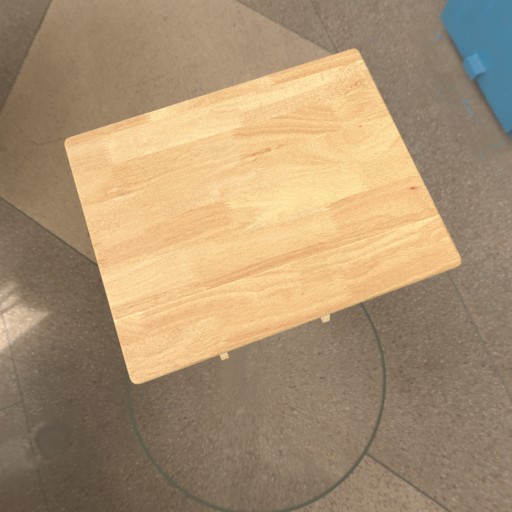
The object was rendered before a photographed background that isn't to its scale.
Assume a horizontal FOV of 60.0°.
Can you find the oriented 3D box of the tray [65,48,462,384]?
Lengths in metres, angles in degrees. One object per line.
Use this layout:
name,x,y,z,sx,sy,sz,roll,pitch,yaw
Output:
tray,0.000,0.000,0.961,0.483,0.660,0.381,-19,76,-5
